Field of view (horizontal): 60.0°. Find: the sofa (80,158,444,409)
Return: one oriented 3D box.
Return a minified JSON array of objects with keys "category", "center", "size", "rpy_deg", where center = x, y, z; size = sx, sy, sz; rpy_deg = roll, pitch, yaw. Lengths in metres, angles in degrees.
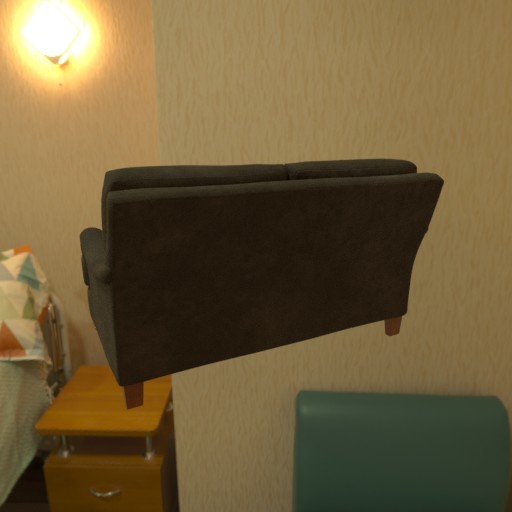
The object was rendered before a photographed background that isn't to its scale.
[{"category":"sofa","center":[0.000,0.000,2.579],"size":[1.853,1.101,1.084],"rpy_deg":[-8,17,-27]}]
